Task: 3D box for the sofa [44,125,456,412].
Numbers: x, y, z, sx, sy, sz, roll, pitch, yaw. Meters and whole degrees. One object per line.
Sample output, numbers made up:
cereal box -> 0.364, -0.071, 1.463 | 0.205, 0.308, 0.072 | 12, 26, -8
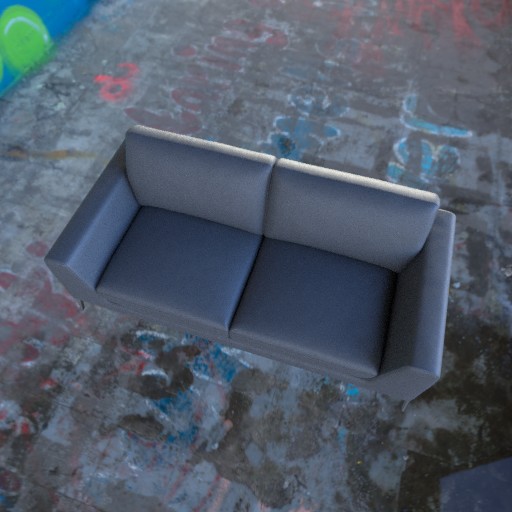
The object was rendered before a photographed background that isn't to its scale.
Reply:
sofa -> 0.000, 0.000, 2.478 | 2.017, 0.875, 0.953 | 15, 59, 9
